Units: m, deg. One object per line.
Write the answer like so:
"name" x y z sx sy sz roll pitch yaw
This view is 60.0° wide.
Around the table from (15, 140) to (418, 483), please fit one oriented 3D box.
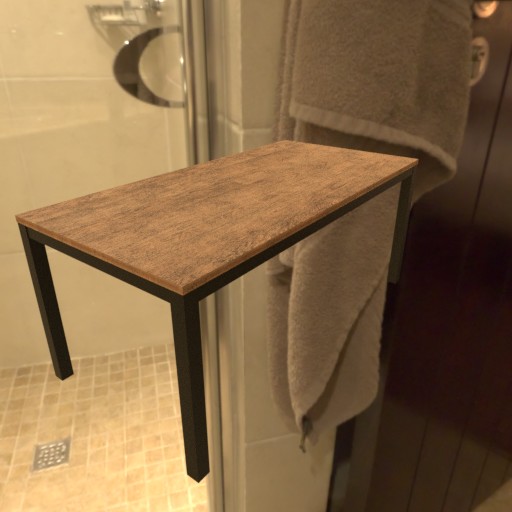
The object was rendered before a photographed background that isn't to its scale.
"table" 0.000 0.000 2.227 0.893 0.767 1.805 18 31 33
